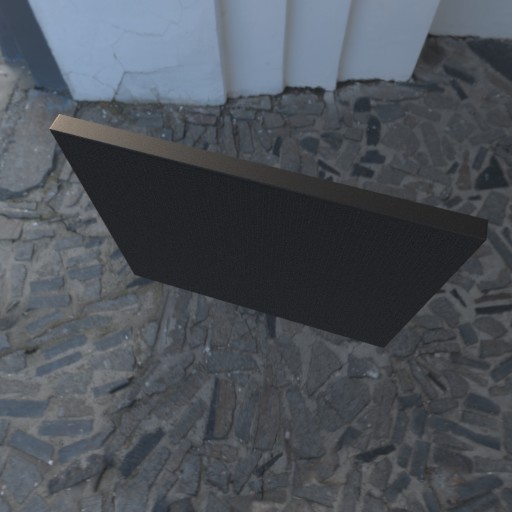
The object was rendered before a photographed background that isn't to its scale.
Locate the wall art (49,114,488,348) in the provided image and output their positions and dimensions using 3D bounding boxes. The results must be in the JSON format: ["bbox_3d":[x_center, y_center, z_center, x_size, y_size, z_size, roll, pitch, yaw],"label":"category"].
[{"bbox_3d":[0.000,0.000,0.752,0.559,0.458,0.029,15,64,8],"label":"wall art"}]
